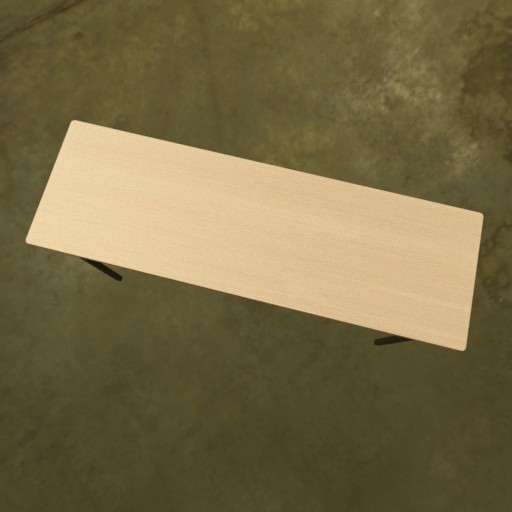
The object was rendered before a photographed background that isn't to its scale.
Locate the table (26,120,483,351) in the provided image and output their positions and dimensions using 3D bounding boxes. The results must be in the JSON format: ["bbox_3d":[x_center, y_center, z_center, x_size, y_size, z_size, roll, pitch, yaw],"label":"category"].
[{"bbox_3d":[0.000,0.000,1.776,1.397,0.750,0.447,14,77,3],"label":"table"}]
